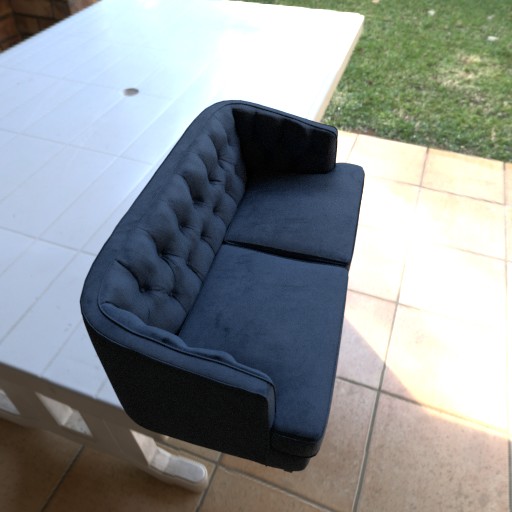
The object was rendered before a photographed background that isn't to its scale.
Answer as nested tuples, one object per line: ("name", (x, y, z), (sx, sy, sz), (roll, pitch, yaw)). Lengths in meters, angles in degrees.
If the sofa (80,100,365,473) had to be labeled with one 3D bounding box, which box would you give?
("sofa", (0.000, 0.000, 2.192), (0.941, 0.854, 1.733), (11, 47, 10))
